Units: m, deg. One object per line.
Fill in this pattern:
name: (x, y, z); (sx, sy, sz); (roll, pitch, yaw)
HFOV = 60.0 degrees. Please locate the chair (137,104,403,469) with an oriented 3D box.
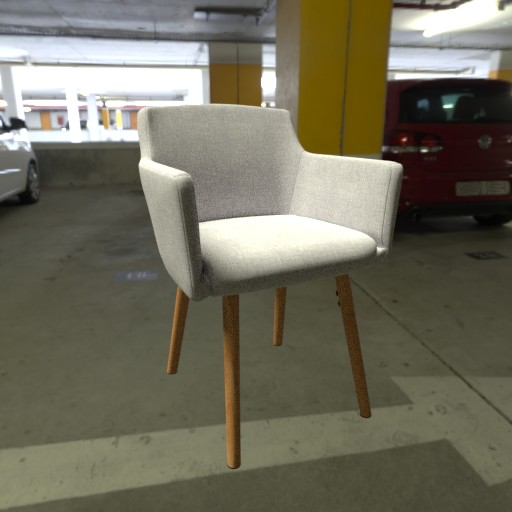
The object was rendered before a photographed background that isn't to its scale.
chair: (0.000, 0.000, 1.173); (0.570, 0.780, 0.540); (-9, 19, -27)
